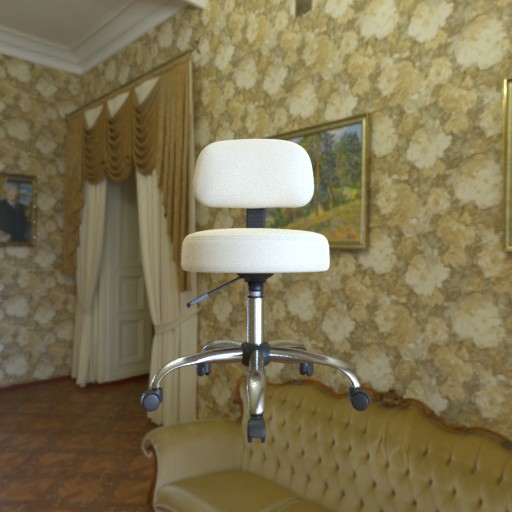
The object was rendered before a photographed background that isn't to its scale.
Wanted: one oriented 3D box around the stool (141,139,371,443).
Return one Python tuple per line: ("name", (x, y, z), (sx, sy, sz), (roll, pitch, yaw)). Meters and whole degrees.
("stool", (0.000, 0.000, 1.247), (0.609, 0.810, 0.616), (0, 0, 0))
